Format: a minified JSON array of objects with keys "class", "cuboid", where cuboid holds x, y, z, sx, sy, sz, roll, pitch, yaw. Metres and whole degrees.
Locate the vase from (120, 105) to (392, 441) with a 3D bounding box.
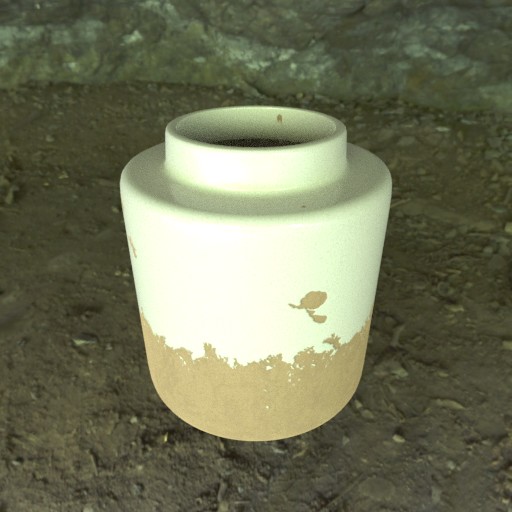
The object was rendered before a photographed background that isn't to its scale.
[{"class":"vase","cuboid":[0.000,0.000,0.284,0.153,0.167,0.153,0,30,0]}]
